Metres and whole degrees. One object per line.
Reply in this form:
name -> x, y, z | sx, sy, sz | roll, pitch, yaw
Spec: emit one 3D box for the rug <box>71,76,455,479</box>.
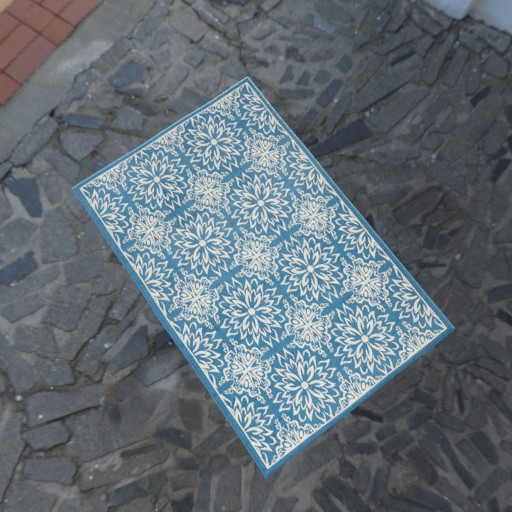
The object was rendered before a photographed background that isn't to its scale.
rug -> 0.000, 0.000, 3.588 | 1.830, 0.018, 2.769 | -35, 79, -8
